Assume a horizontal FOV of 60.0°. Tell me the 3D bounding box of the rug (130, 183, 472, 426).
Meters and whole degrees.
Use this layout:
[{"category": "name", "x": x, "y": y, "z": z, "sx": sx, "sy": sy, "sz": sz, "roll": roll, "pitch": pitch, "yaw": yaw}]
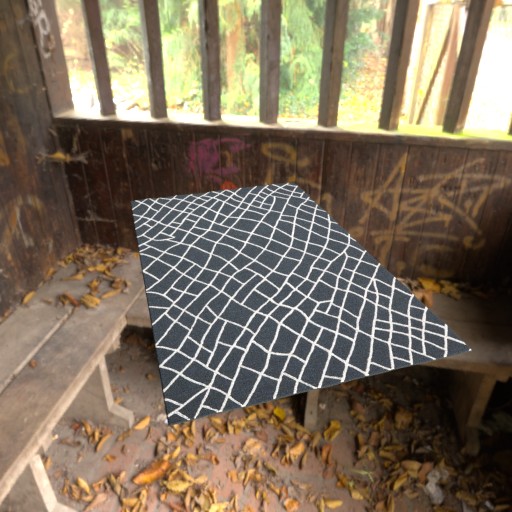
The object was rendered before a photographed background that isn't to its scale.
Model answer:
[{"category": "rug", "x": 0.000, "y": 0.000, "z": 3.046, "sx": 1.529, "sy": 0.017, "sz": 2.448, "roll": -9, "pitch": 32, "yaw": -15}]
